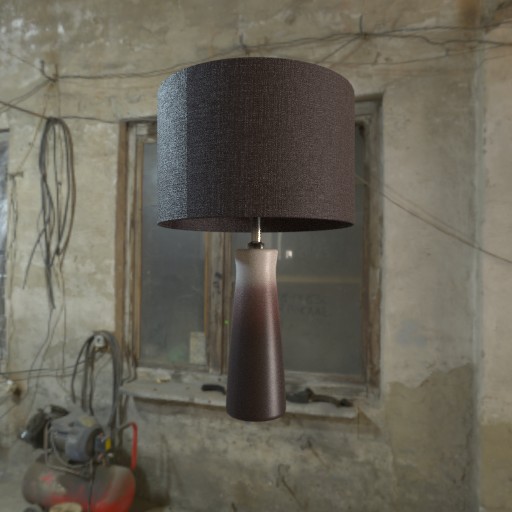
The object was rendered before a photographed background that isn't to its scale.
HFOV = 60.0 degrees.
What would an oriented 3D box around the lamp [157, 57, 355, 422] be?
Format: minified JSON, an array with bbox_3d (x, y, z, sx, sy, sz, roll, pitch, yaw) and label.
[{"bbox_3d":[0.000,0.000,0.695,0.303,0.488,0.303,0,-1,0],"label":"lamp"}]
